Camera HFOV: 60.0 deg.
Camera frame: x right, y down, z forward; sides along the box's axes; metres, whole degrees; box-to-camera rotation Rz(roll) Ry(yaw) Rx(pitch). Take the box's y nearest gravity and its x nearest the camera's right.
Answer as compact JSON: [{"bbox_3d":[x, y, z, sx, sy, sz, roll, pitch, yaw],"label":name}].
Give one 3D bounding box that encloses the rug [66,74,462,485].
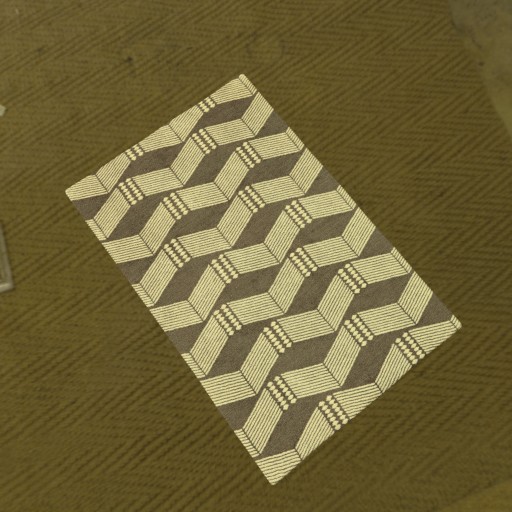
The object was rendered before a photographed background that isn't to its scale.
[{"bbox_3d":[0.000,0.000,2.310,1.210,0.016,1.833,-36,79,-9],"label":"rug"}]
